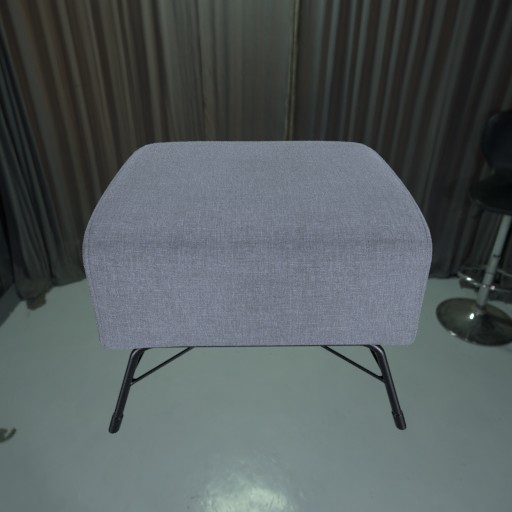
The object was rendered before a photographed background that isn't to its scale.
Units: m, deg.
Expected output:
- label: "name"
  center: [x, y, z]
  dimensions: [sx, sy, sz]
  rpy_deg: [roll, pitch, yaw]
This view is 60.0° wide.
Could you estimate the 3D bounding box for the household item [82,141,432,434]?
- label: "household item"
  center: [0.000, 0.000, 0.908]
  dimensions: [0.530, 0.410, 0.530]
  rpy_deg: [0, 30, -1]
